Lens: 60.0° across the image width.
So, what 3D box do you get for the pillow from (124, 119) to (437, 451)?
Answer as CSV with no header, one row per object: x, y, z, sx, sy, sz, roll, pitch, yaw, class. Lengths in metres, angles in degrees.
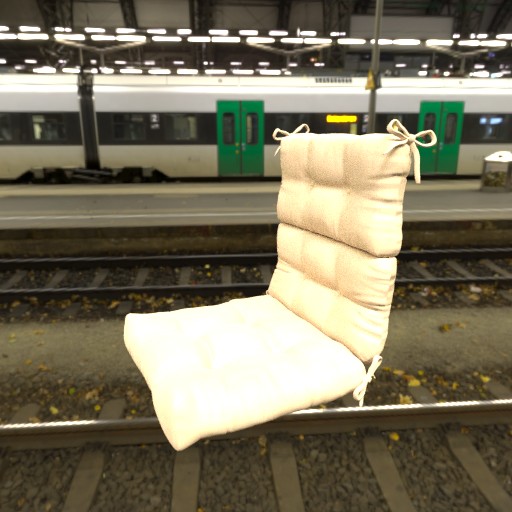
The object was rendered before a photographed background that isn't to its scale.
0.000,0.000,1.035,0.571,0.605,0.519,-7,17,-25,pillow
